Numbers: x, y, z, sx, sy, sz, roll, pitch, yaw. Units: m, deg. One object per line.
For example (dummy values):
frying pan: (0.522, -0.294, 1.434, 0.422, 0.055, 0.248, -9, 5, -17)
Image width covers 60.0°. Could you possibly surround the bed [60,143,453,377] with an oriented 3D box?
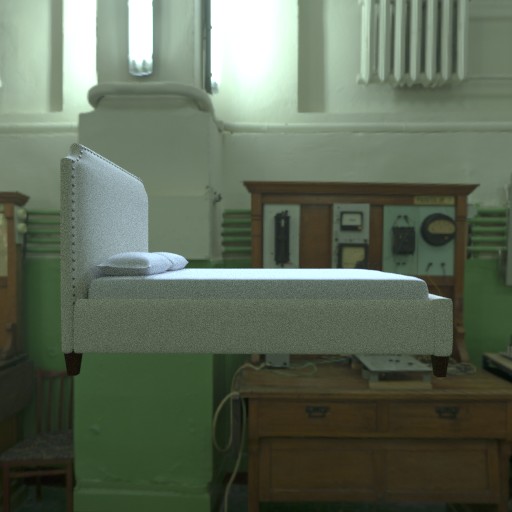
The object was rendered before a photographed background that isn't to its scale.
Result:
bed: (0.000, 0.000, 3.477, 2.372, 1.443, 1.712, 0, 0, 1)
